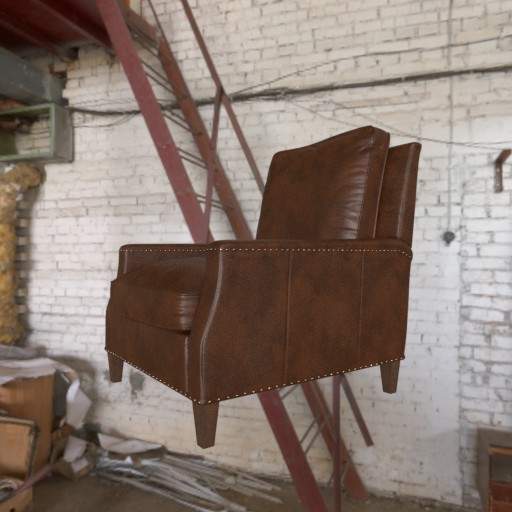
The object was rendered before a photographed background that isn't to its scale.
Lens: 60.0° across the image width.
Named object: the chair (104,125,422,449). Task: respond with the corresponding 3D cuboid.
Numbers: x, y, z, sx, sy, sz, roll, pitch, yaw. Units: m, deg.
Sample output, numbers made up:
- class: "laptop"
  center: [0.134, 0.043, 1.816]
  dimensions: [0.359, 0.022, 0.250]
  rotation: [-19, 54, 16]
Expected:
- class: "chair"
  center: [0.000, 0.000, 1.810]
  dimensions: [1.035, 1.054, 0.854]
  rotation: [0, 1, -36]
